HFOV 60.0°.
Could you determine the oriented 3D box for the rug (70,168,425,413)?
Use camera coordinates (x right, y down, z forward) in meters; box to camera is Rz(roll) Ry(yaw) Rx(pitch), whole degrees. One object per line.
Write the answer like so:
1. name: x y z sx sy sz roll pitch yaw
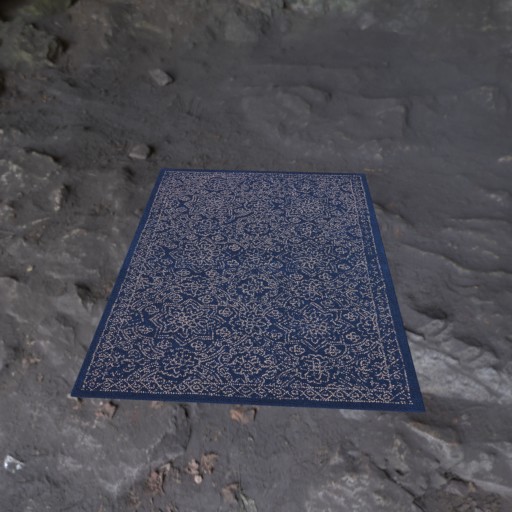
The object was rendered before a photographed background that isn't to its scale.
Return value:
1. rug: 0.000 0.000 4.158 2.438 0.010 3.048 2 42 2
